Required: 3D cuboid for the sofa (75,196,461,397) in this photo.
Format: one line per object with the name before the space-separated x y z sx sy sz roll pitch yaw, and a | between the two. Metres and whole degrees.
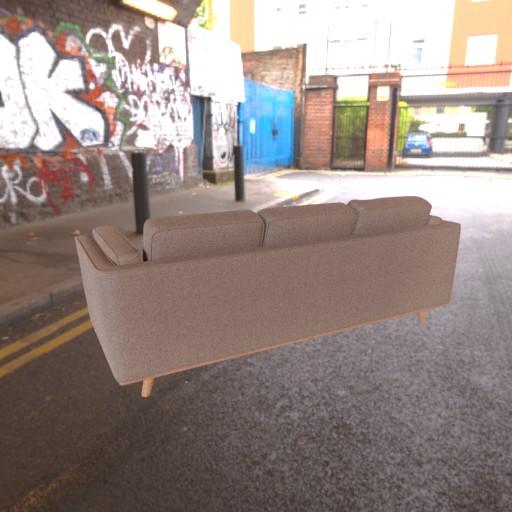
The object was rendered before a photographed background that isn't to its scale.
sofa | 0.000 0.000 3.231 2.411 0.929 1.604 -8 17 -27
